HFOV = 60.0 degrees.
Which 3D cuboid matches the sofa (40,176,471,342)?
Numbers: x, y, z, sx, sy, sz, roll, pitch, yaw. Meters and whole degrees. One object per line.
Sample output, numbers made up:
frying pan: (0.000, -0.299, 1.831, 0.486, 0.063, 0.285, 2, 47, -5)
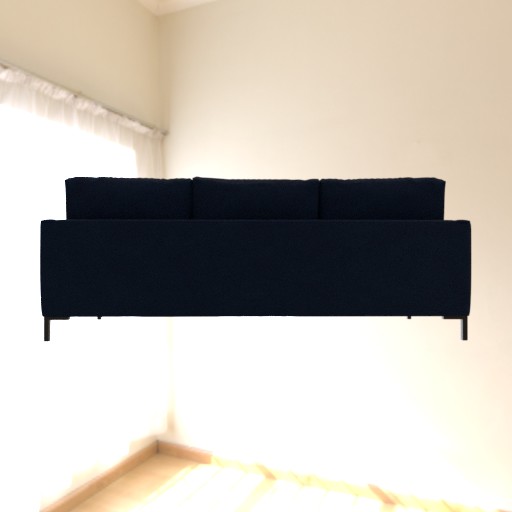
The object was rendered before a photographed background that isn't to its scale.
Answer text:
sofa: (0.000, 0.000, 2.703, 2.252, 0.879, 0.875, 0, 0, -1)
